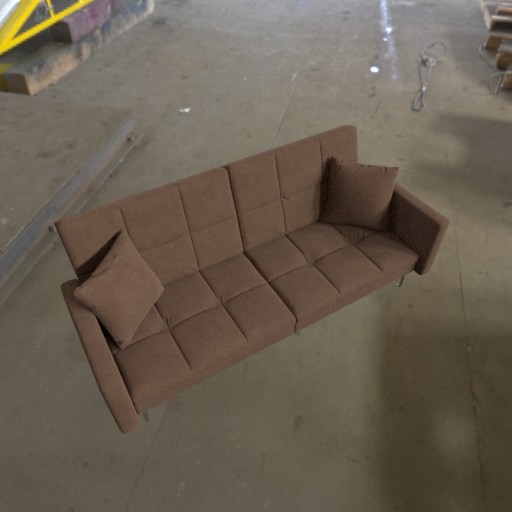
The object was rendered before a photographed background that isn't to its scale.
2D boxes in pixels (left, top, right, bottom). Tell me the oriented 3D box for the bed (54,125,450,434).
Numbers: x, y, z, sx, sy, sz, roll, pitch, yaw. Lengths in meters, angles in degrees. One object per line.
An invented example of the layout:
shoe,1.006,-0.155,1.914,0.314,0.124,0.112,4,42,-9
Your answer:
bed,0.000,0.000,2.383,1.905,0.787,0.889,-23,50,-21
